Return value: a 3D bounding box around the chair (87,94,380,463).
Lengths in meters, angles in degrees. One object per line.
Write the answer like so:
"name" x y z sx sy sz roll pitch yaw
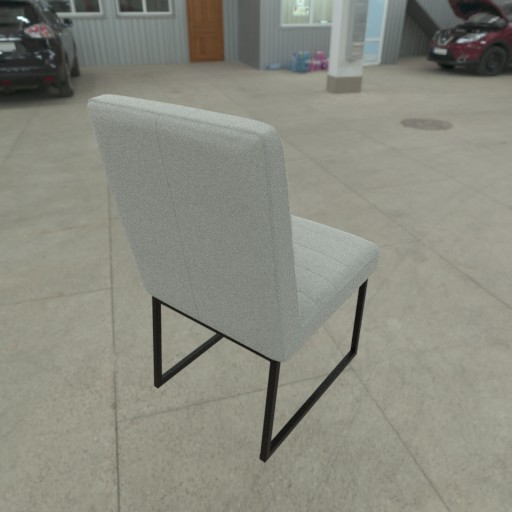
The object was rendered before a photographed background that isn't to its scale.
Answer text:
"chair" 0.000 0.000 1.295 0.520 0.930 0.634 21 36 32
